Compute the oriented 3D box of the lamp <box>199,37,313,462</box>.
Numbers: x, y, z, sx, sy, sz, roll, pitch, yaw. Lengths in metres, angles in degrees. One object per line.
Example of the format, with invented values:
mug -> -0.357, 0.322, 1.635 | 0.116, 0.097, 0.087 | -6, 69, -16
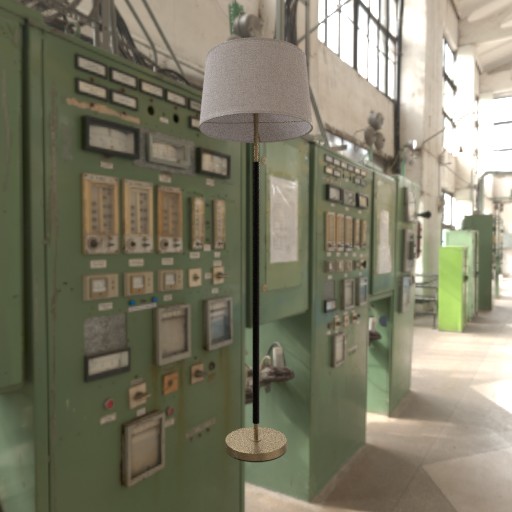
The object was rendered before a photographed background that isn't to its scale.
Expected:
lamp -> 0.000, 0.000, 1.659 | 0.420, 1.447, 0.420 | 0, 1, 0
